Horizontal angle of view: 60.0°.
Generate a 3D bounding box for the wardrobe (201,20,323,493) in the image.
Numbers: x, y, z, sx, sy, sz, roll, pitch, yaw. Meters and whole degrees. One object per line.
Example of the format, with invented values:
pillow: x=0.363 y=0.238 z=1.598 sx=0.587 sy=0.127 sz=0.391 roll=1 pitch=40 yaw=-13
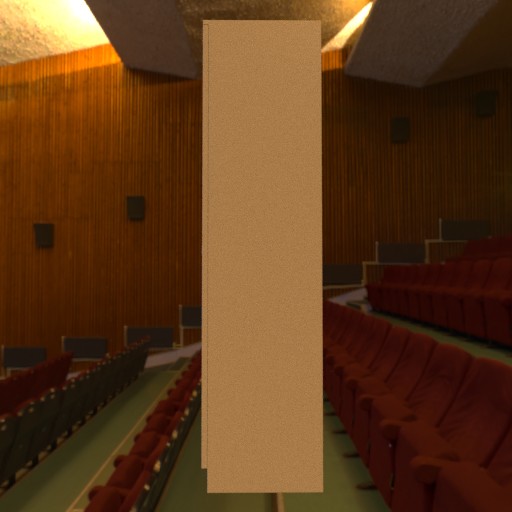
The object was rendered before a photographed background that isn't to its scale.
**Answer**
wardrobe: x=0.000 y=0.000 z=1.974 sx=0.470 sy=1.700 sz=0.760 roll=0 pitch=-2 yaw=-1
